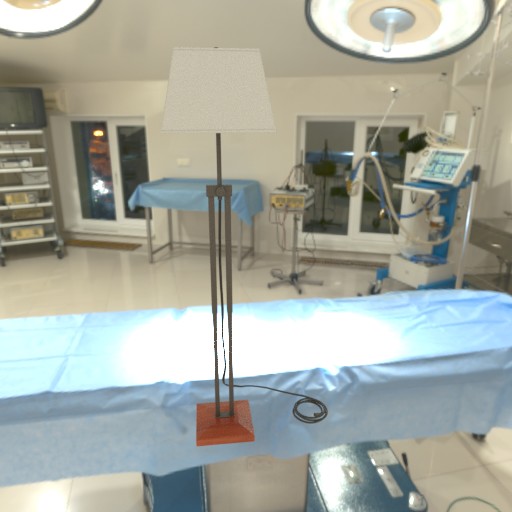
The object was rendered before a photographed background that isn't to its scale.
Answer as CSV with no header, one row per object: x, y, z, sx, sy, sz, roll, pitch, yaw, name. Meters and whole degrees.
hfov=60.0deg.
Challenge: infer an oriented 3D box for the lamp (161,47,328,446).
0.000,0.000,2.013,0.745,1.712,0.472,-2,18,-6,lamp
